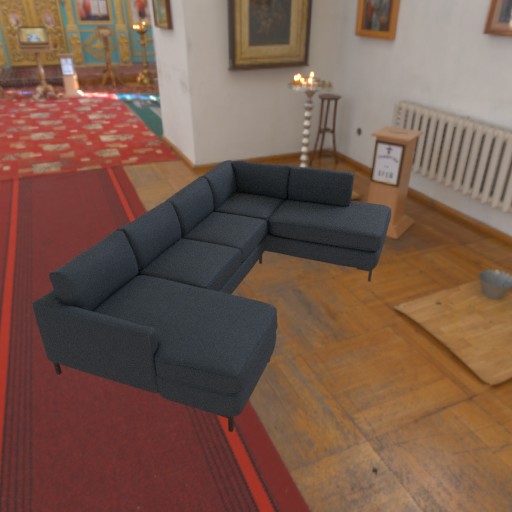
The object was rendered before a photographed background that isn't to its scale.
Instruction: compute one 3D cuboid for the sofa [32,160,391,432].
[{"bbox_3d":[0.000,0.000,3.837,1.984,0.858,2.975,10,30,19],"label":"sofa"}]
